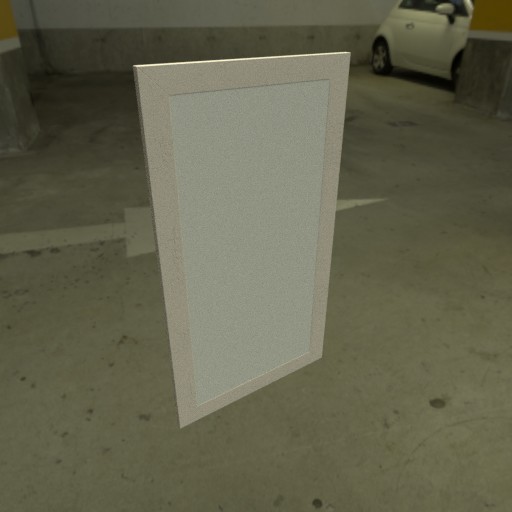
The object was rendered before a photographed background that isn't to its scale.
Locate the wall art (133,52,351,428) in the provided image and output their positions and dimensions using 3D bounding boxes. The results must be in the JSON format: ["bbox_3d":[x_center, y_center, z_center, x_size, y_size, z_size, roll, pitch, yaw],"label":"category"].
[{"bbox_3d":[0.000,0.000,0.834,0.380,0.683,0.013,-18,34,-29],"label":"wall art"}]
